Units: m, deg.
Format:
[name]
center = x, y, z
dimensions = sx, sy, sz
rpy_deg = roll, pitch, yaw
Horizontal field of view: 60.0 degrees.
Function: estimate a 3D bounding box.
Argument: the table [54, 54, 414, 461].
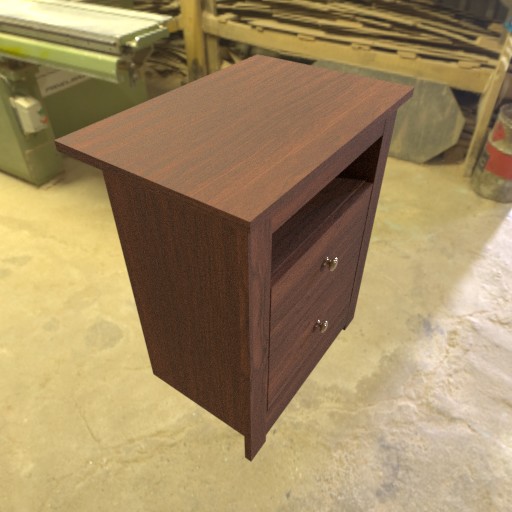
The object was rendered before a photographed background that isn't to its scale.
[table]
center = 0.000, 0.000, 1.060
dimensions = 0.406, 0.711, 0.589
rpy_deg = 24, 46, 26
